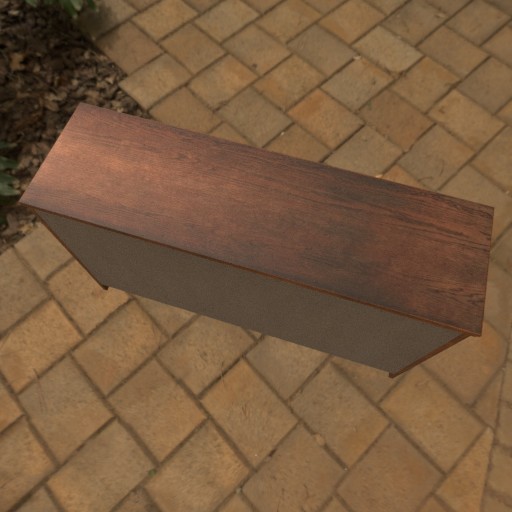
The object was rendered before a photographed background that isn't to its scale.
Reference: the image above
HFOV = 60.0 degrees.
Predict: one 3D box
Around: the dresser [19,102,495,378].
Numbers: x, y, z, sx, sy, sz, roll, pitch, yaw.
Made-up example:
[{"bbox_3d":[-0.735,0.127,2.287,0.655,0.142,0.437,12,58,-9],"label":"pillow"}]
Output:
[{"bbox_3d":[0.000,0.000,1.888,1.551,0.856,0.463,16,67,7],"label":"dresser"}]
